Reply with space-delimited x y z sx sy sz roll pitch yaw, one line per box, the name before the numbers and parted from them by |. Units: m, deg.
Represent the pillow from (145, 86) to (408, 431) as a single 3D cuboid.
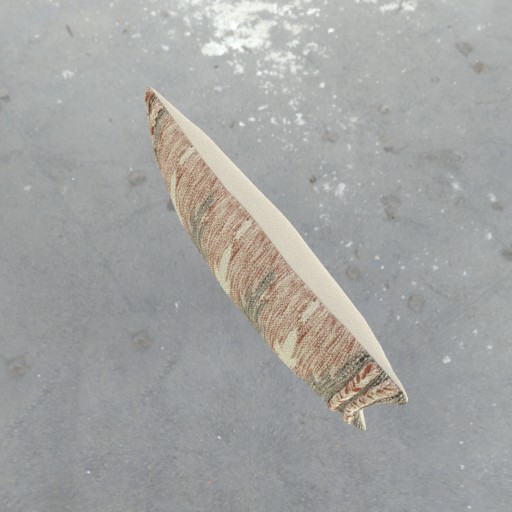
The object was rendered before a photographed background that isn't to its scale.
pillow | 0.000 0.000 0.739 0.139 0.282 0.635 -33 68 -15
